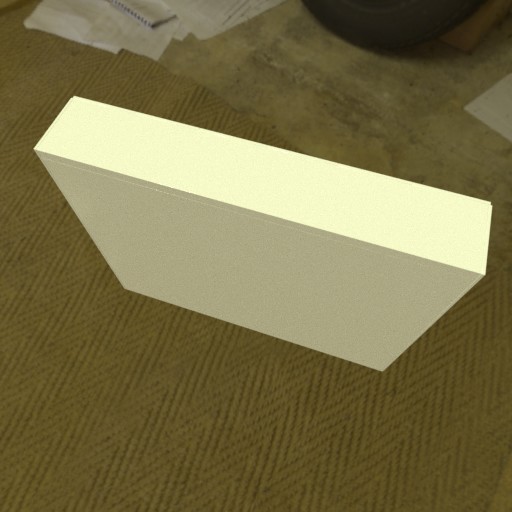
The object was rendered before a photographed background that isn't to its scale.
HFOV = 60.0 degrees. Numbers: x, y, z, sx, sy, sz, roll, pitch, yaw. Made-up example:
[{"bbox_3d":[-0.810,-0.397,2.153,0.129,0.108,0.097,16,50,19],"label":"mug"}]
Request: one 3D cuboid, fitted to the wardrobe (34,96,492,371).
[{"bbox_3d":[0.000,0.000,3.966,3.000,2.360,0.580,16,63,9],"label":"wardrobe"}]
